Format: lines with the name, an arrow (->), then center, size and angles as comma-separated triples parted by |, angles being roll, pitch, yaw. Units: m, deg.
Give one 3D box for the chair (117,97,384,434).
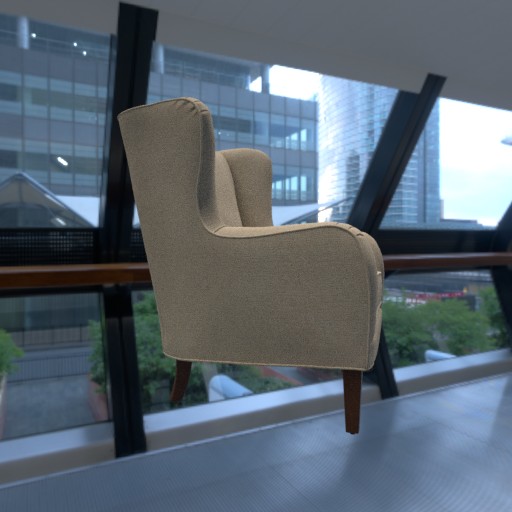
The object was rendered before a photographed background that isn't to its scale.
chair -> 0.000, 0.000, 1.768 | 0.966, 1.040, 0.838 | 0, 0, 18
